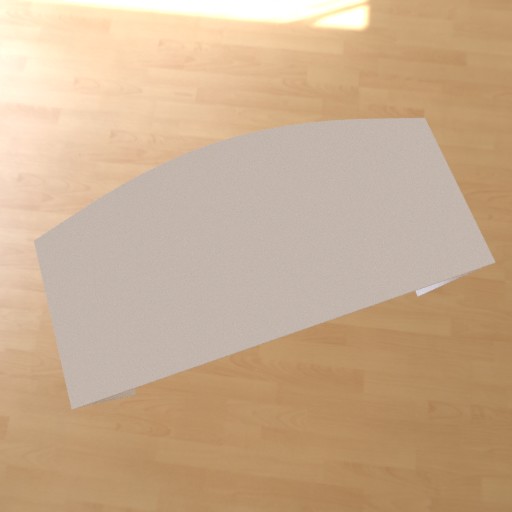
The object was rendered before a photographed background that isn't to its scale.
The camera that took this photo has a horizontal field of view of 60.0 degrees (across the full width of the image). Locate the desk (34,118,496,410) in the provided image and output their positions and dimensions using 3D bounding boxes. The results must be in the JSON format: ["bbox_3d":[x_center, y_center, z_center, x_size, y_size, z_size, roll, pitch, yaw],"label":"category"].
[{"bbox_3d":[0.000,0.000,2.032,1.600,0.750,0.802,-18,76,-5],"label":"desk"}]
